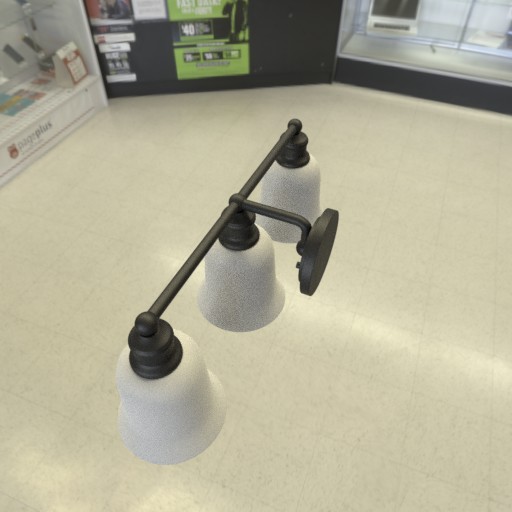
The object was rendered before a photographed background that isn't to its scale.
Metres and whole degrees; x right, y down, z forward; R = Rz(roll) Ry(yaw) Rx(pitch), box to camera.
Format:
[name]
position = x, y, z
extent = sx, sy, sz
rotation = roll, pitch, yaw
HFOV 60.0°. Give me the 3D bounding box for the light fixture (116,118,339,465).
[light fixture]
position = 0.000, 0.000, 0.645
extent = 0.198, 0.211, 0.570
rotation = 18, 49, 17
